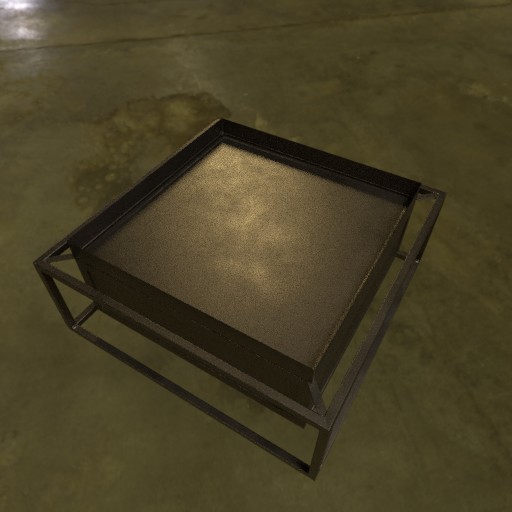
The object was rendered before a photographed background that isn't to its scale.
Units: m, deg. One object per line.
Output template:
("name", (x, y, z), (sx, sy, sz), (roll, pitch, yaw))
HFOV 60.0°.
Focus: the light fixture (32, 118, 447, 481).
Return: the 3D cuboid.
("light fixture", (0.000, 0.000, 0.699), (0.441, 0.191, 0.441), (24, 51, 21))
